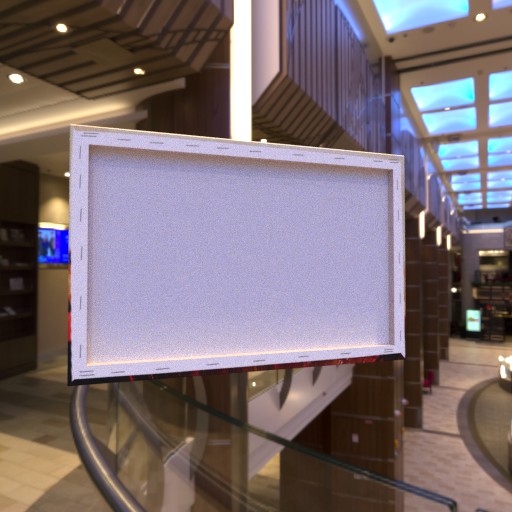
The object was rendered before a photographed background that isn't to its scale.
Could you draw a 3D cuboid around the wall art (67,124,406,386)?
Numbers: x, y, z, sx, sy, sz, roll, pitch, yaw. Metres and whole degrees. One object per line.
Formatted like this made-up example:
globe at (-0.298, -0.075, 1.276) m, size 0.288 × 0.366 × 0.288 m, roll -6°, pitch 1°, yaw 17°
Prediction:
wall art at (0.000, 0.000, 1.178) m, size 0.918 × 0.602 × 0.038 m, roll 0°, pitch -1°, yaw -19°
